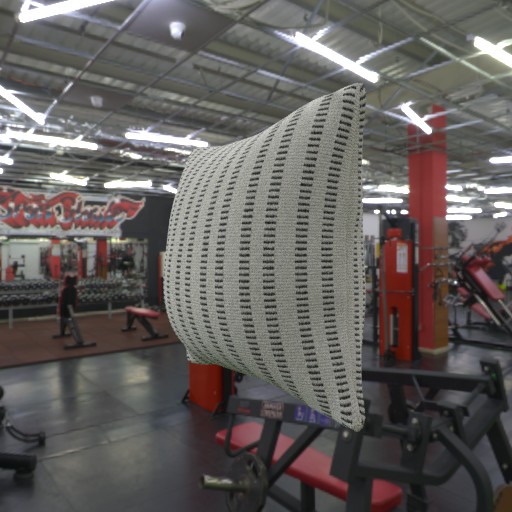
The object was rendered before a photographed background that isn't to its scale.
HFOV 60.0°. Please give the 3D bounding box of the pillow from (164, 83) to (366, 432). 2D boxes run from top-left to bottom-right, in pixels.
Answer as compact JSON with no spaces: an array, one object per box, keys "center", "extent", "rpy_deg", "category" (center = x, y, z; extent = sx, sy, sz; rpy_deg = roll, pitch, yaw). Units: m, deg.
[{"center":[0.000,0.000,0.702],"extent":[0.247,0.419,0.438],"rpy_deg":[0,0,-35],"category":"pillow"}]
